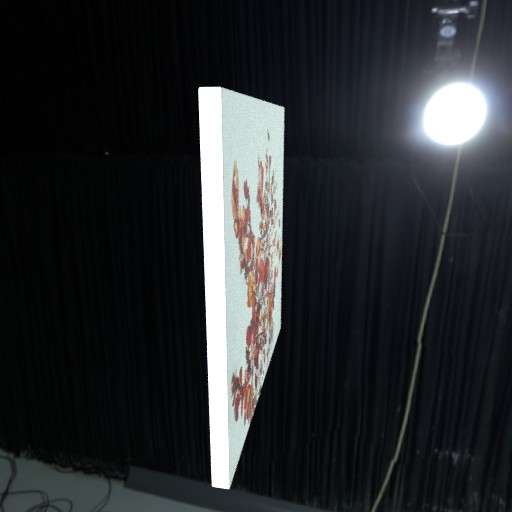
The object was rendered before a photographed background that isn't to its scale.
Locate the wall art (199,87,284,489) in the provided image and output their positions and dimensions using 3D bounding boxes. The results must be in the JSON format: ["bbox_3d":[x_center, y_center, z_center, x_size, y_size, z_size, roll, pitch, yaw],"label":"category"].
[{"bbox_3d":[0.000,0.000,1.524,0.049,1.009,1.009,3,17,10],"label":"wall art"}]
